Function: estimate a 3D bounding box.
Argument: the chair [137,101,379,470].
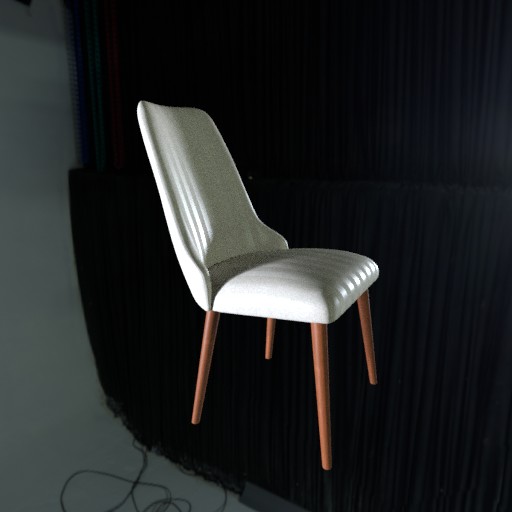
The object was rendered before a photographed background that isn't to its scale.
[{"bbox_3d":[0.000,0.000,1.367,0.684,0.917,0.526,7,15,27],"label":"chair"}]
